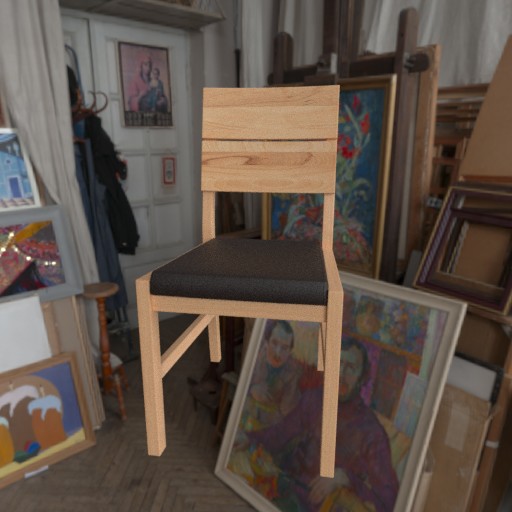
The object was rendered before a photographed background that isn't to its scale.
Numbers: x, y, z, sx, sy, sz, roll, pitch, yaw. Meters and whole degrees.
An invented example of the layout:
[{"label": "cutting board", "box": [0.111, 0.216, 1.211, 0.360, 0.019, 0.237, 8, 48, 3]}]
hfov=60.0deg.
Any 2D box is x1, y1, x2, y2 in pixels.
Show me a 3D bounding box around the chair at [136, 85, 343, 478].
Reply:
[{"label": "chair", "box": [0.000, 0.000, 1.249, 0.475, 0.950, 0.560, 3, 15, 9]}]
